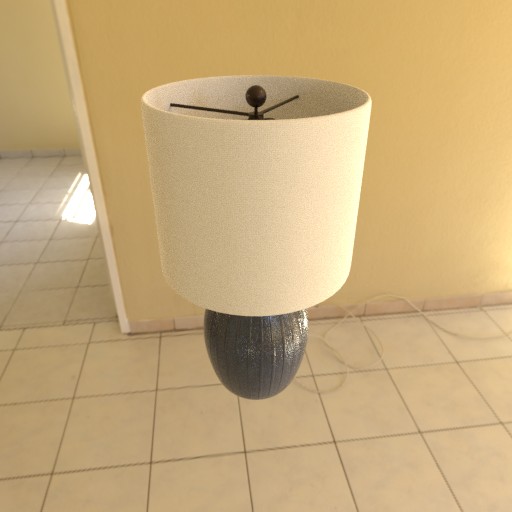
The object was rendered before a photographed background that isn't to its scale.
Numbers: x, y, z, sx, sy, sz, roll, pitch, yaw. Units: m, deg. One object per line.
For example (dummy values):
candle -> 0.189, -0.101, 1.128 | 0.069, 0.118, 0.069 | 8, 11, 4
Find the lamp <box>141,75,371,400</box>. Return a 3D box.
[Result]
lamp -> 0.000, 0.000, 0.782 | 0.329, 0.570, 0.329 | -9, 32, -15
